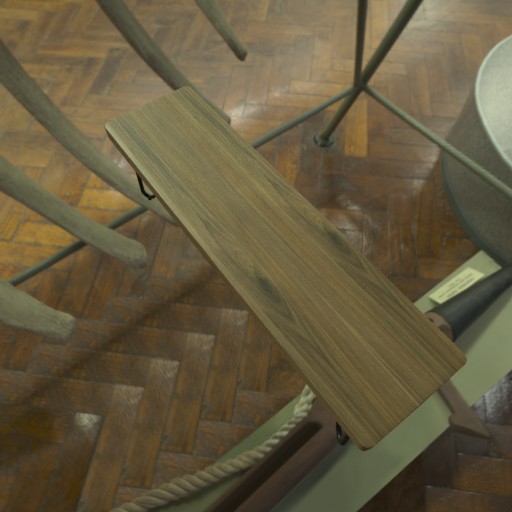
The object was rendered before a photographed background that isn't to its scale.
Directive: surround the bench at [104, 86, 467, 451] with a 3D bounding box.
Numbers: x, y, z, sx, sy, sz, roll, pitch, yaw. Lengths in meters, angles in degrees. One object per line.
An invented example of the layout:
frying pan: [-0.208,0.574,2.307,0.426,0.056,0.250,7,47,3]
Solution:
bench: [0.000,0.000,1.777,0.425,0.462,1.570,-33,64,-18]
